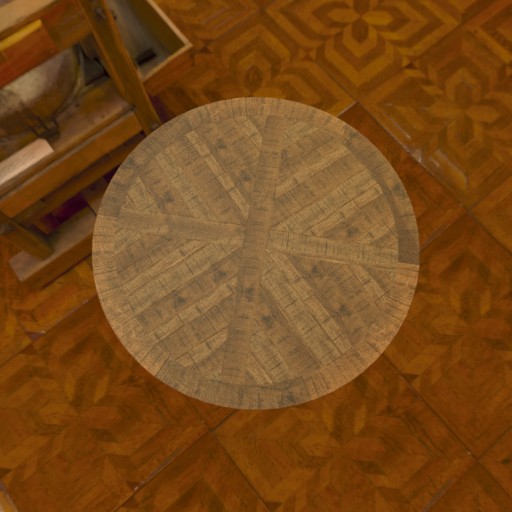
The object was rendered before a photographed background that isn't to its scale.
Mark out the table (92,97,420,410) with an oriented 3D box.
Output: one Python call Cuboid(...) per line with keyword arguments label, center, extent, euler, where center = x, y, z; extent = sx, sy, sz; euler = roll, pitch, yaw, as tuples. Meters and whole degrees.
Cuboid(label="table", center=(0.000, 0.000, 1.960), extent=(1.264, 0.516, 1.264), euler=(0, 74, 0))
